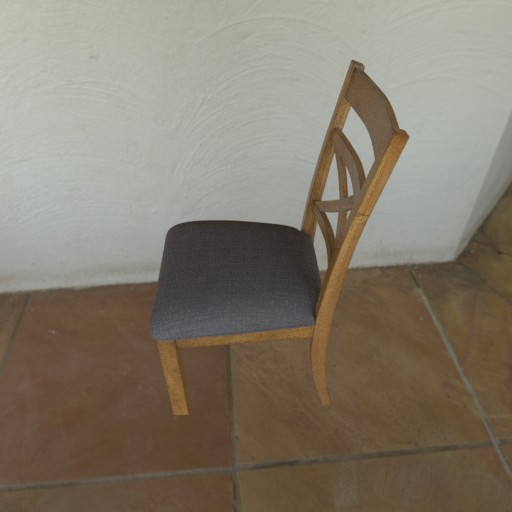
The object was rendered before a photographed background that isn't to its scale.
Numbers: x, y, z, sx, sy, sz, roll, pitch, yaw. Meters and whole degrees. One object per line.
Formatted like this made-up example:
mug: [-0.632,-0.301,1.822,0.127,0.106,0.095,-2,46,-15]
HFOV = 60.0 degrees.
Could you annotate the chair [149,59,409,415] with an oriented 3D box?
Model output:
chair: [0.000,0.000,1.273,0.581,0.949,0.470,-1,41,-1]
